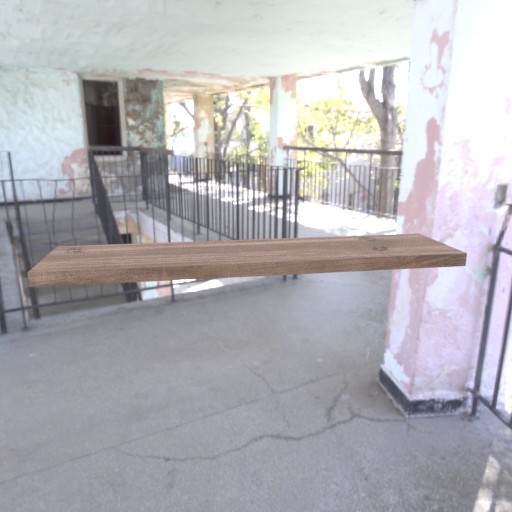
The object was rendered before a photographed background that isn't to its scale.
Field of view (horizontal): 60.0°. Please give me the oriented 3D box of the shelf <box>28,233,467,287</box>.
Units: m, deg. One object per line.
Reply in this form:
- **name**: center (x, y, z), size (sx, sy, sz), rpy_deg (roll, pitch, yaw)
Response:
- **shelf**: center (0.000, 0.000, 0.677), size (0.610, 0.020, 0.140), rpy_deg (-2, 15, -9)
